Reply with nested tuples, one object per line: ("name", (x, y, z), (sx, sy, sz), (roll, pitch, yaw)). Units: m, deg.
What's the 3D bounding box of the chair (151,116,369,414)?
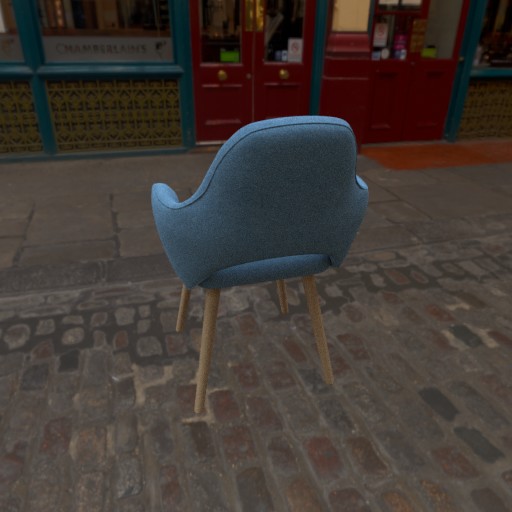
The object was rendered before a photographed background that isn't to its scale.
("chair", (0.000, 0.000, 1.360), (0.589, 0.920, 0.666), (-8, 28, -15))
